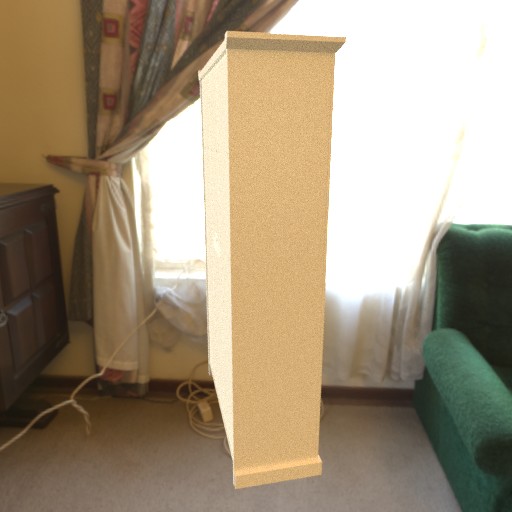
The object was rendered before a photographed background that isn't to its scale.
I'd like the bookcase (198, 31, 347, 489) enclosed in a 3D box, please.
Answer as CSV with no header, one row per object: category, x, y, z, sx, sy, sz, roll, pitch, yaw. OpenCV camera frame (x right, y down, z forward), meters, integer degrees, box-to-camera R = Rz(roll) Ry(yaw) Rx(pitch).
bookcase,0.000,0.000,2.278,0.432,1.880,1.050,-3,16,-12
